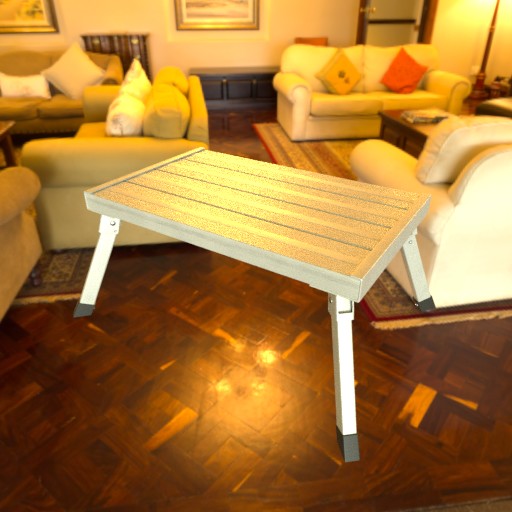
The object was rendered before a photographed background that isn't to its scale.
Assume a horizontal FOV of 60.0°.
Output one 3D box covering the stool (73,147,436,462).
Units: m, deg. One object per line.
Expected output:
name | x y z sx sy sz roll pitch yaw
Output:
stool | 0.000 0.000 0.735 0.535 0.225 0.385 18 35 28
